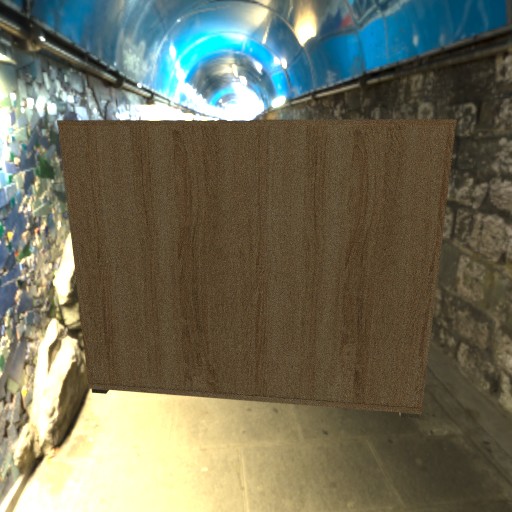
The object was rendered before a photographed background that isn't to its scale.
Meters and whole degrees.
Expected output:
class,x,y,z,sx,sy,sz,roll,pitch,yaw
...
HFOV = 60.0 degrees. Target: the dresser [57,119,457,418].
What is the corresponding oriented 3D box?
class,x,y,z,sx,sy,sz,roll,pitch,yaw
dresser,0.000,0.000,1.546,1.100,0.900,0.450,2,16,7
